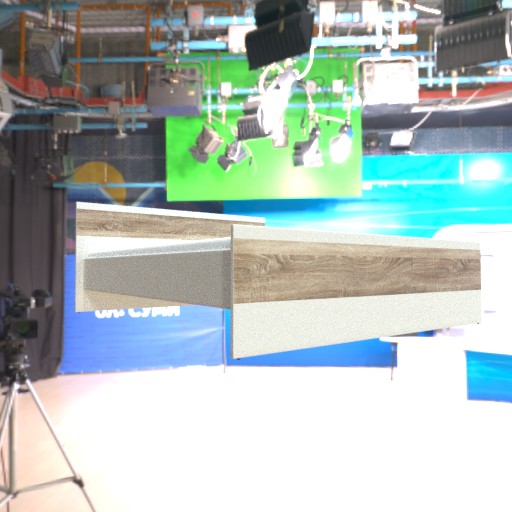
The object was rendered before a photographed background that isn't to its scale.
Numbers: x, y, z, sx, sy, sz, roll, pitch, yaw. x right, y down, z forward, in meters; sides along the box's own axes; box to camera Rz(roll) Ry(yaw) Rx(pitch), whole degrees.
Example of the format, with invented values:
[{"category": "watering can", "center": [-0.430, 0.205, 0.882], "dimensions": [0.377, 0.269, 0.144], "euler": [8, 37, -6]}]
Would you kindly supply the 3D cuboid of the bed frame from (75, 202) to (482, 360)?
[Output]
[{"category": "bed frame", "center": [0.000, 0.000, 2.885], "dimensions": [1.720, 0.800, 2.060], "euler": [1, -2, -36]}]
